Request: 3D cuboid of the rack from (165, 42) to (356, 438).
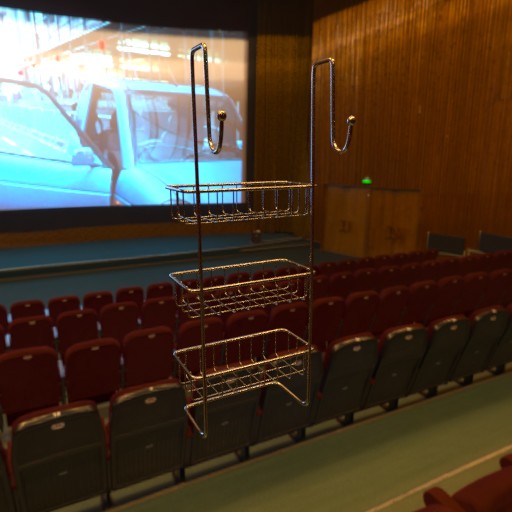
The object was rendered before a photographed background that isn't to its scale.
[{"bbox_3d":[0.000,0.000,0.686,0.228,0.574,0.202,-7,15,-27],"label":"rack"}]
